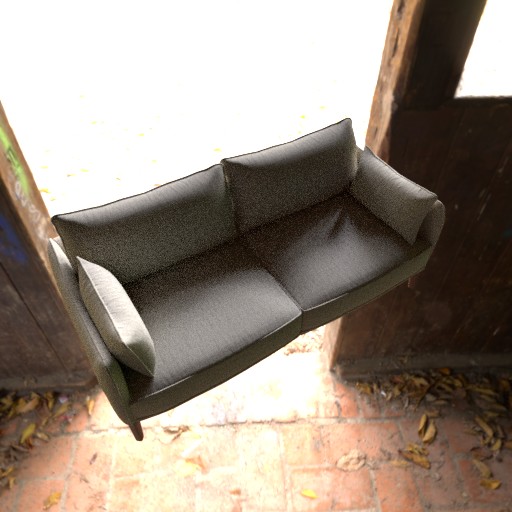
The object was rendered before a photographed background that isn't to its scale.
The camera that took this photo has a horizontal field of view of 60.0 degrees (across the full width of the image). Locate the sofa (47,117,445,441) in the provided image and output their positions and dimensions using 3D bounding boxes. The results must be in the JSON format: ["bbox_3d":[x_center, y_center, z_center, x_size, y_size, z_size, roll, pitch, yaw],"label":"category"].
[{"bbox_3d":[0.000,0.000,2.472,1.989,0.860,0.991,-24,51,-21],"label":"sofa"}]
